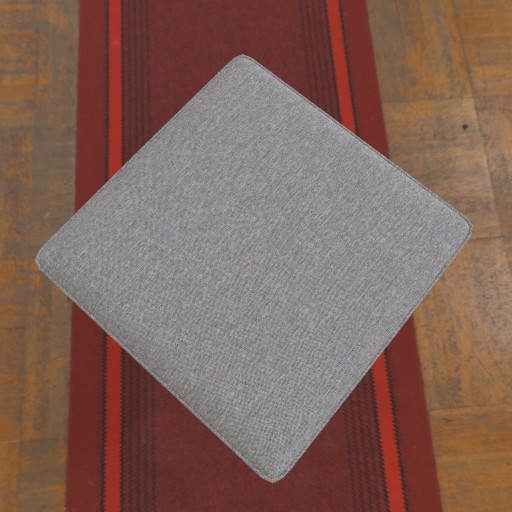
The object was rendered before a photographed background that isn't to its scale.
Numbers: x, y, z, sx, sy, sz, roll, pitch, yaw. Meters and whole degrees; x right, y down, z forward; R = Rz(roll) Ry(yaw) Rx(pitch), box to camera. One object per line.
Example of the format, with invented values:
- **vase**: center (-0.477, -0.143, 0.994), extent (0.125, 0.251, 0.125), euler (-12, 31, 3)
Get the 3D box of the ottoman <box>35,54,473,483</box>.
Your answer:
- **ottoman**: center (0.000, 0.000, 1.556), extent (1.005, 0.455, 1.005), euler (40, 79, 9)
